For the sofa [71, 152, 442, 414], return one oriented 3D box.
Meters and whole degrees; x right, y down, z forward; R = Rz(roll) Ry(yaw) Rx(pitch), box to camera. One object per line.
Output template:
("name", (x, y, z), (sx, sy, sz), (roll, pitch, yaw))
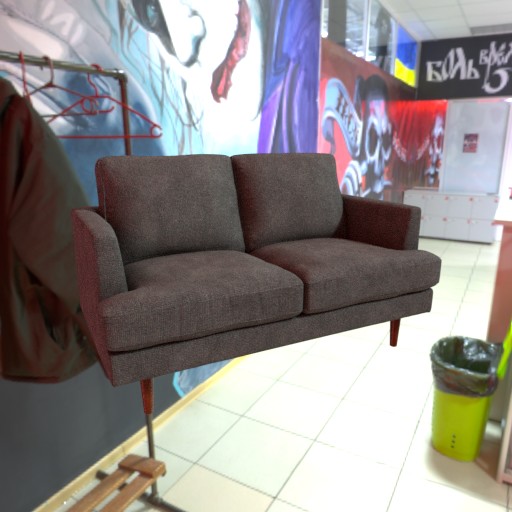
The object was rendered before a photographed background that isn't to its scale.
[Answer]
("sofa", (0.000, 0.000, 2.141), (1.582, 0.956, 0.903), (-7, 16, -27))
